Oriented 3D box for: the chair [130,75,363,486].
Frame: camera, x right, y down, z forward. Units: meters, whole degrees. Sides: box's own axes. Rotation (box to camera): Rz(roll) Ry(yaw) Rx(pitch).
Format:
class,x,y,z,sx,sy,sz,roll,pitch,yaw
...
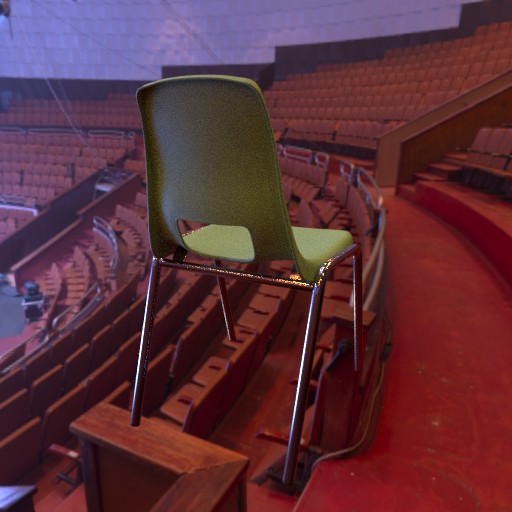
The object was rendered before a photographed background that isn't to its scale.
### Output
class,x,y,z,sx,sy,sz,roll,pitch,yaw
chair,0.000,0.000,0.912,0.381,0.653,0.436,8,18,26
